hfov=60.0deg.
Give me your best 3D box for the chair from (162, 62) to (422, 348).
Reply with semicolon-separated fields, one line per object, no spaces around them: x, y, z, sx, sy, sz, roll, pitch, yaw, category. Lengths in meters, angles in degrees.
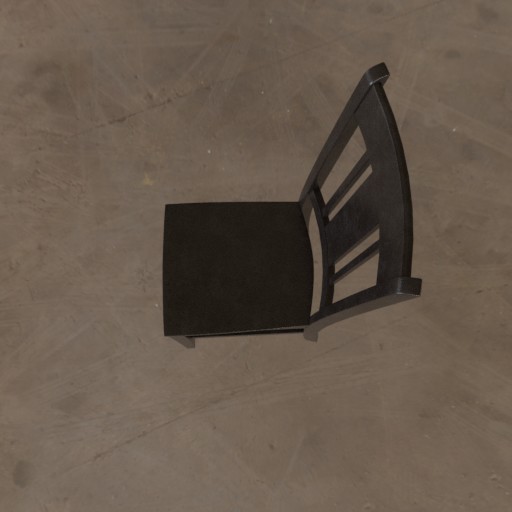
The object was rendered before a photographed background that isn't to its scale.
0.000;0.000;1.248;0.555;0.998;0.450;-3;74;-1;chair
